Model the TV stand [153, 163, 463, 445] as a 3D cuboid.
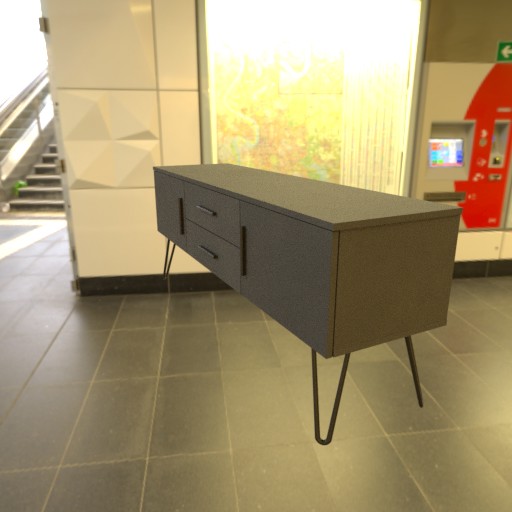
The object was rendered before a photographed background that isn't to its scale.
[{"bbox_3d":[0.000,0.000,1.656,0.400,0.560,1.400,-8,19,-26],"label":"TV stand"}]
